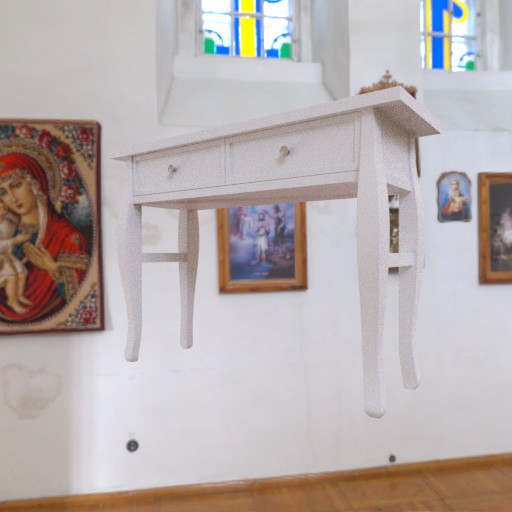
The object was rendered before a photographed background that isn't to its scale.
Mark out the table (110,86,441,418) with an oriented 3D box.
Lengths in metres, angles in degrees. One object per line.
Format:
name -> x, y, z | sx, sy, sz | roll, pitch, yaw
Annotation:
table -> 0.000, 0.000, 1.451 | 1.062, 0.768, 0.373 | 0, 1, 36
